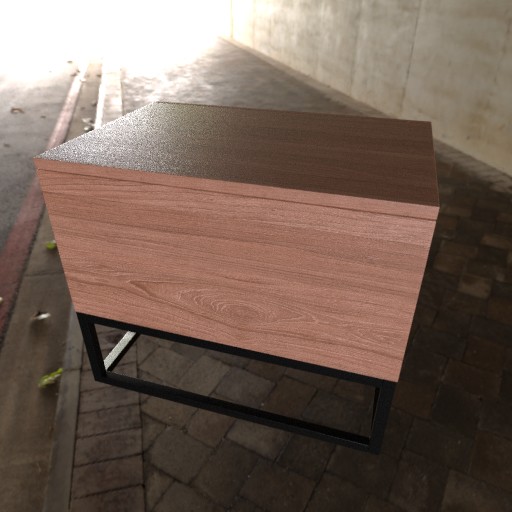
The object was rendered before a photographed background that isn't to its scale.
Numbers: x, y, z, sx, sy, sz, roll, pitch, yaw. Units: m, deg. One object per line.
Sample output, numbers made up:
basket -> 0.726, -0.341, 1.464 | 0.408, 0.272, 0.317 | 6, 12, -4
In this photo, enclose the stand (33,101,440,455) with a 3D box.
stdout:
stand -> 0.000, 0.000, 0.919 | 0.600, 0.500, 0.420 | 9, 33, 15
